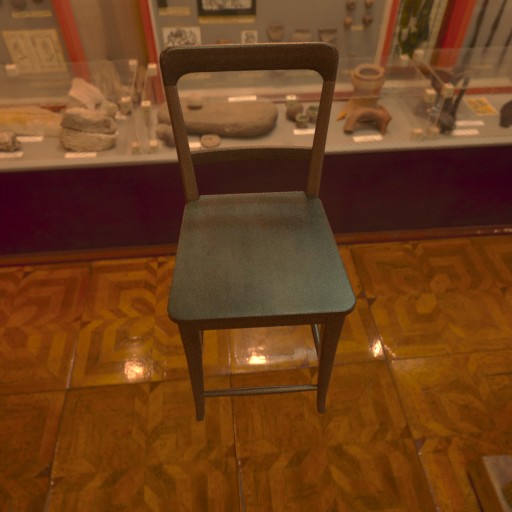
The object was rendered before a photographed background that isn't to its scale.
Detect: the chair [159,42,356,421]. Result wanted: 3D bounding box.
[{"bbox_3d":[0.000,0.000,1.275,0.450,0.991,0.546,-3,48,-2],"label":"chair"}]
